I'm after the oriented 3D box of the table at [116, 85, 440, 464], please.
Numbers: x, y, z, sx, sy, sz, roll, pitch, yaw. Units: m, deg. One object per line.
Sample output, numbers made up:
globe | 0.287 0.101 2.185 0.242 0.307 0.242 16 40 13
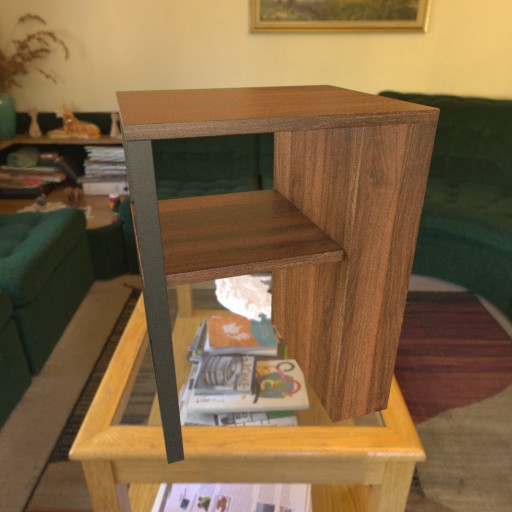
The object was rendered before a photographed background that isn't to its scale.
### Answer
table | 0.000 0.000 1.548 0.786 1.041 0.660 -8 27 -15
